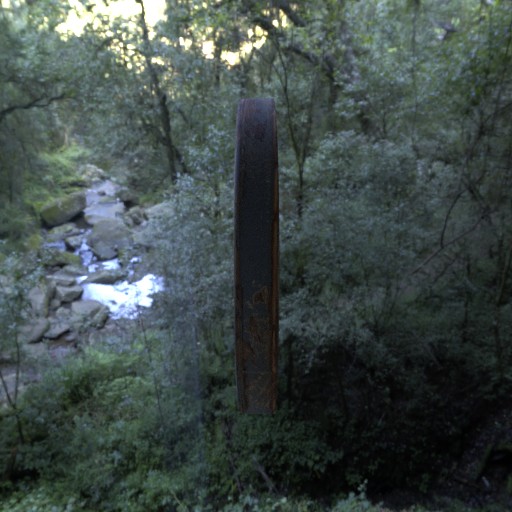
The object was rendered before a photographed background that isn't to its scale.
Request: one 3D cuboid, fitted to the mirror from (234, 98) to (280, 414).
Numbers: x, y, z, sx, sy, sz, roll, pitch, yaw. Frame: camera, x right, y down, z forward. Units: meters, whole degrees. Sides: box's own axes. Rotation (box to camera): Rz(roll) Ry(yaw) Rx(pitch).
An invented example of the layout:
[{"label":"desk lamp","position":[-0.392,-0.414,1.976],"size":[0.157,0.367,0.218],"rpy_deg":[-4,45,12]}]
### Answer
[{"label":"mirror","position":[0.000,0.000,0.871],"size":[0.061,0.585,0.585],"rpy_deg":[0,27,0]}]
